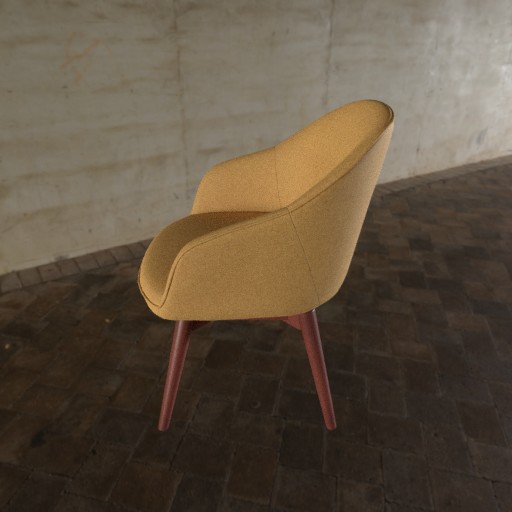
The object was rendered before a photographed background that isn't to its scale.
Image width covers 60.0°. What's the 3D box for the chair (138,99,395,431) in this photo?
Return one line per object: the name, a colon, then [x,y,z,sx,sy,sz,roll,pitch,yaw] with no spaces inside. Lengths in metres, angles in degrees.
chair: [0.000,0.000,1.248,0.635,0.823,0.596,0,27,0]
